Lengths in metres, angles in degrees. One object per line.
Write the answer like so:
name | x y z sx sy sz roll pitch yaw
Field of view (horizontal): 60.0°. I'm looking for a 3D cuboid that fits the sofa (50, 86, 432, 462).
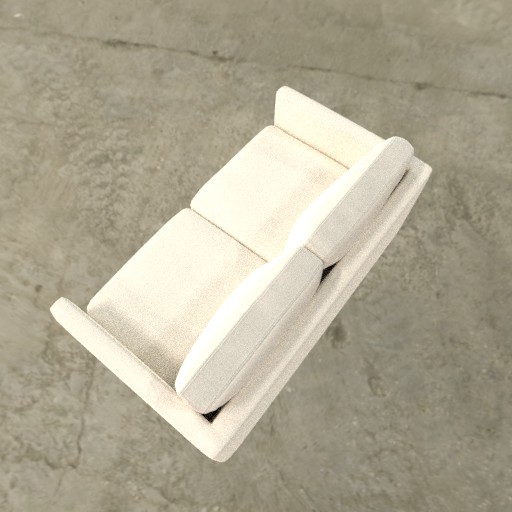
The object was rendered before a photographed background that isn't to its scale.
sofa | 0.000 0.000 2.247 0.964 0.888 1.702 35 69 16
